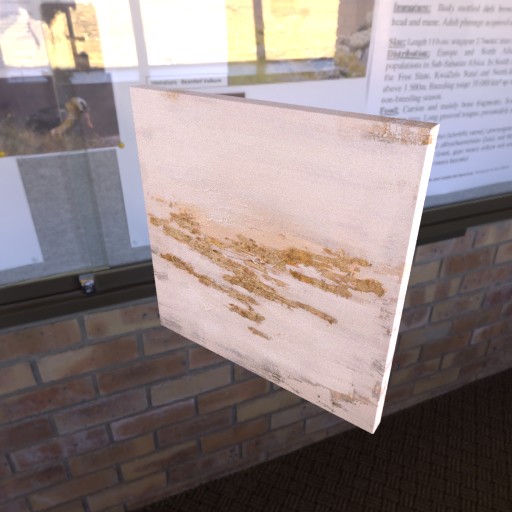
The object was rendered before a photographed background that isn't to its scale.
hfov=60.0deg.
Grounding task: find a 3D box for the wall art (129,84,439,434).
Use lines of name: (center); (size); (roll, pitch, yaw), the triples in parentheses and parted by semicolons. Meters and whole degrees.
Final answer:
wall art: (0.000, 0.000, 0.917); (0.611, 0.613, 0.040); (19, 35, 30)
